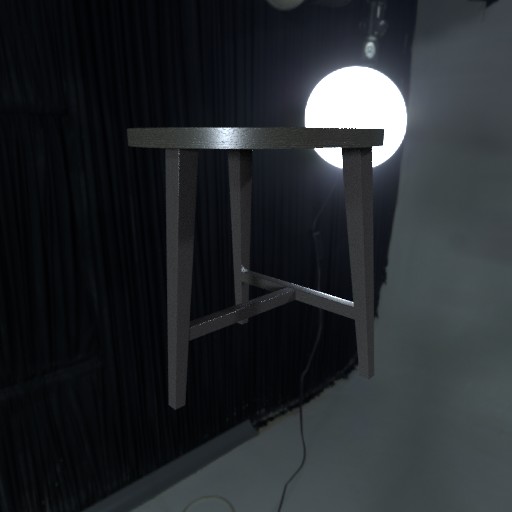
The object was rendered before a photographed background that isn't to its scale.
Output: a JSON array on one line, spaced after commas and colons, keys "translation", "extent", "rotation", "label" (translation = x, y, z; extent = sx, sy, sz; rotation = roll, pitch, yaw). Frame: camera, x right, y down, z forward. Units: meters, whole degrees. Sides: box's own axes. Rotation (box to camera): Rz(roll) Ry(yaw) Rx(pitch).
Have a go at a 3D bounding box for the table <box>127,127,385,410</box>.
[{"translation": [0.000, 0.000, 0.963], "extent": [0.500, 0.531, 0.500], "rotation": [0, 15, 0], "label": "table"}]
